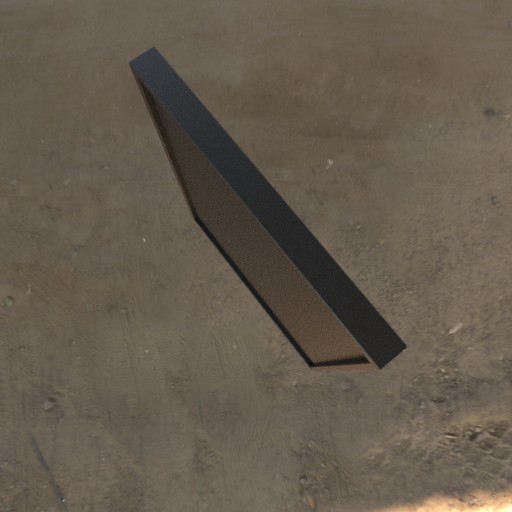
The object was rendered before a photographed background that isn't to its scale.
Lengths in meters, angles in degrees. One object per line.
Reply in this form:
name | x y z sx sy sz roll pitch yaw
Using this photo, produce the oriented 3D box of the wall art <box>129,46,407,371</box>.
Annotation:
wall art | 0.000 0.000 0.755 0.039 0.555 0.449 -37 78 -9
